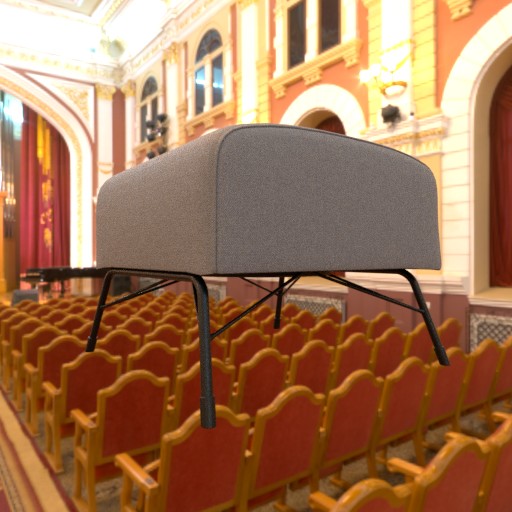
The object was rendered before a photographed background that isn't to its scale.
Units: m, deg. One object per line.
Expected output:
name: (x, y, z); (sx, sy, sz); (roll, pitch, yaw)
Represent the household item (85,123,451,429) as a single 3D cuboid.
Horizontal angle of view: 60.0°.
household item: (0.000, 0.000, 0.893); (0.530, 0.410, 0.530); (0, 0, -36)
